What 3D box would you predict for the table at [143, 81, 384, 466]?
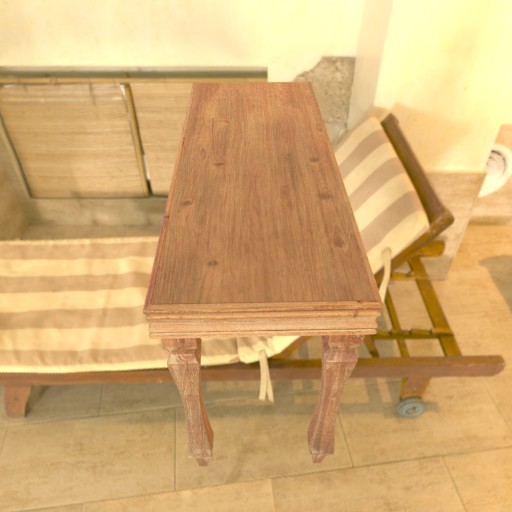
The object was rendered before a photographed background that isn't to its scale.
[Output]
[{"bbox_3d":[0.000,0.000,1.741,0.522,0.873,1.330,-1,41,-1],"label":"table"}]
